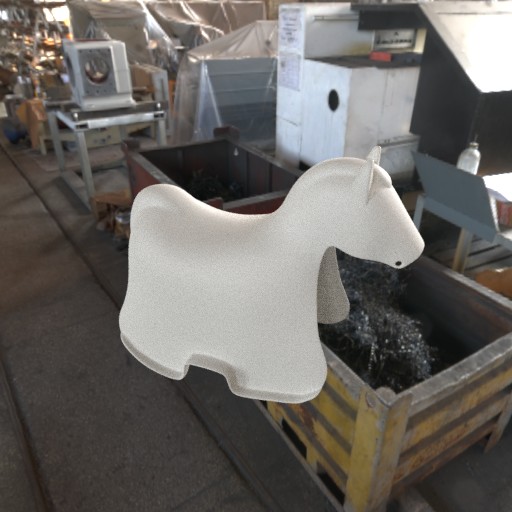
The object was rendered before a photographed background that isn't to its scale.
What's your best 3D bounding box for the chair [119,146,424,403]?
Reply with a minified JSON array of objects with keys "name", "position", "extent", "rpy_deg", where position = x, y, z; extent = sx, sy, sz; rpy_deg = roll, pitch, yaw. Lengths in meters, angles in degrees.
[{"name":"chair","position":[0.000,0.000,1.163],"extent":[0.800,0.612,0.429],"rpy_deg":[11,32,18]}]
